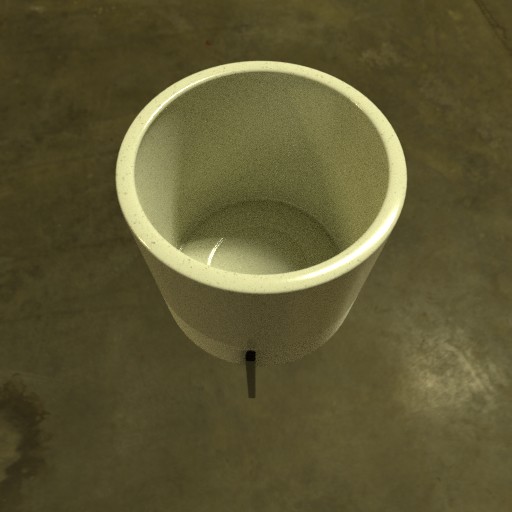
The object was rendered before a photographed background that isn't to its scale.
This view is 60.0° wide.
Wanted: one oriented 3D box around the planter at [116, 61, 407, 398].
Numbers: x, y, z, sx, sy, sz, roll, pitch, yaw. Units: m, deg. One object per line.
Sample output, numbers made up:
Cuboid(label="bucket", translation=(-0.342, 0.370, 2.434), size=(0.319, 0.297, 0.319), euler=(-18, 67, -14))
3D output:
Cuboid(label="planter", translation=(0.000, 0.000, 0.335), size=(0.159, 0.230, 0.152), euler=(32, 67, 15))
